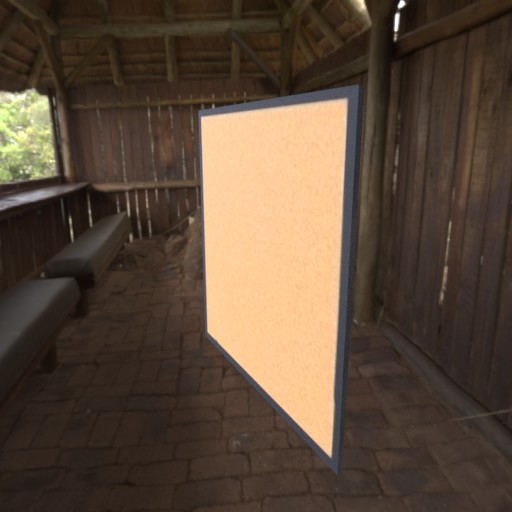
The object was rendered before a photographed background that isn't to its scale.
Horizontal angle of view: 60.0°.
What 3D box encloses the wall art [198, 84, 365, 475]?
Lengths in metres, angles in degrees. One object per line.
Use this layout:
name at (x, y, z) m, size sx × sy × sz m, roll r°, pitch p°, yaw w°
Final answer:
wall art at (0.000, 0.000, 1.249) m, size 0.013 × 0.823 × 0.823 m, roll -7°, pitch 16°, yaw -26°
